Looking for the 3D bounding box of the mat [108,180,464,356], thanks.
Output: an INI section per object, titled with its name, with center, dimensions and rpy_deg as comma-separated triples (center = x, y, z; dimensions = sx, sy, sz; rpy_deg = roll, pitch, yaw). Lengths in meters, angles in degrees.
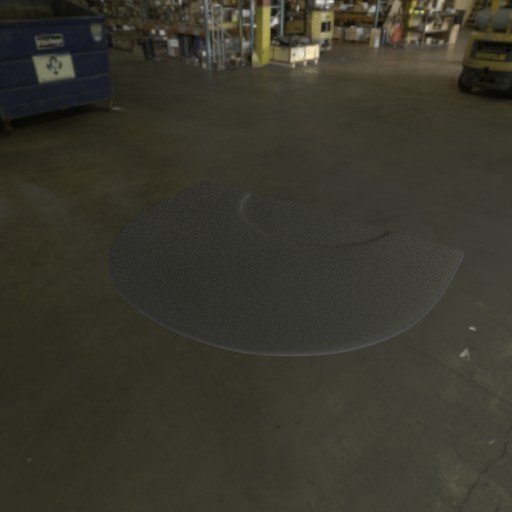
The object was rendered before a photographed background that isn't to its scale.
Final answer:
[mat]
center = 0.000, 0.000, 1.571
dimensions = 1.220, 0.016, 0.917
rpy_deg = 20, 36, 29
